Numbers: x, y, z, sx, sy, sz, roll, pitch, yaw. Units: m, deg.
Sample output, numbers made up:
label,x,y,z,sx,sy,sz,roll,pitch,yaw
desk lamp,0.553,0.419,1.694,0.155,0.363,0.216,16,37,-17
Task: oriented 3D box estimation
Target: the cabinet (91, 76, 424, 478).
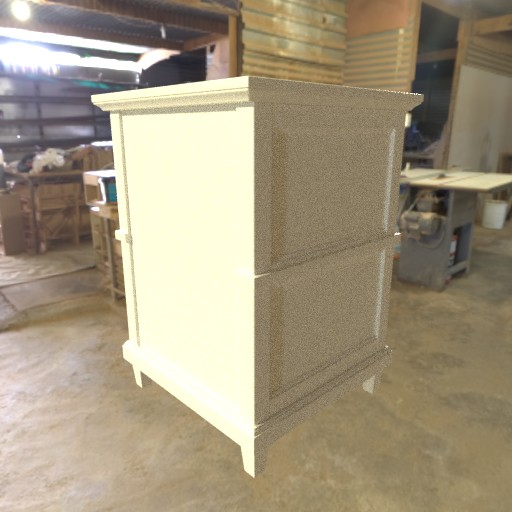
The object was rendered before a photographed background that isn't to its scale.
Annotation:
label,x,y,z,sx,sy,sz,roll,pitch,yaw
cabinet,0.000,0.000,1.132,0.547,0.775,0.544,-15,21,-41
